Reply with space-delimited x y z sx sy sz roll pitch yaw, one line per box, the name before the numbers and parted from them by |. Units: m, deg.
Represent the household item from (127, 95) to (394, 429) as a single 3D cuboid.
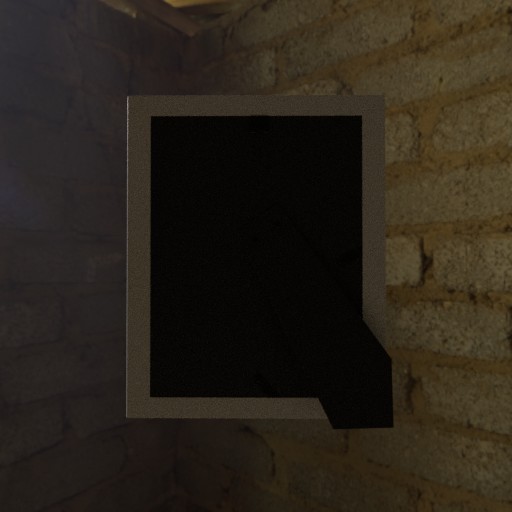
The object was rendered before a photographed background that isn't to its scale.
household item | 0.000 0.000 0.340 0.200 0.250 0.045 0 -1 1
